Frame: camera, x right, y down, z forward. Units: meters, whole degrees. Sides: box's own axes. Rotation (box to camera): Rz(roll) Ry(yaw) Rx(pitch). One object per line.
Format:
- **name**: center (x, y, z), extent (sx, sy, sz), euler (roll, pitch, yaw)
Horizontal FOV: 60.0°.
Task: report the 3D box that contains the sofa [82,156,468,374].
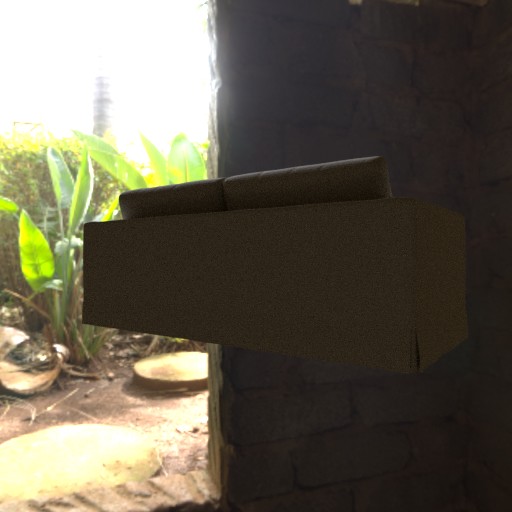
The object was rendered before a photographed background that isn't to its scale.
- **sofa**: center (0.000, 0.000, 2.649), extent (2.163, 0.881, 0.954), euler (0, 0, 36)
